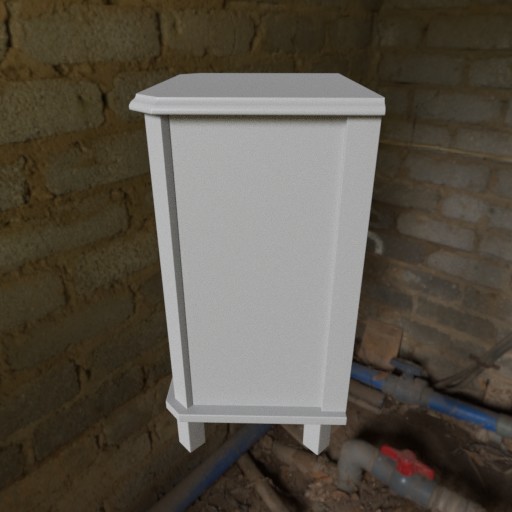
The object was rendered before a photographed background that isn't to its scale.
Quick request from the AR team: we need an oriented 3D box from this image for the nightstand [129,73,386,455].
[{"bbox_3d":[0.000,0.000,0.929,0.350,0.680,0.450,1,26,1],"label":"nightstand"}]
